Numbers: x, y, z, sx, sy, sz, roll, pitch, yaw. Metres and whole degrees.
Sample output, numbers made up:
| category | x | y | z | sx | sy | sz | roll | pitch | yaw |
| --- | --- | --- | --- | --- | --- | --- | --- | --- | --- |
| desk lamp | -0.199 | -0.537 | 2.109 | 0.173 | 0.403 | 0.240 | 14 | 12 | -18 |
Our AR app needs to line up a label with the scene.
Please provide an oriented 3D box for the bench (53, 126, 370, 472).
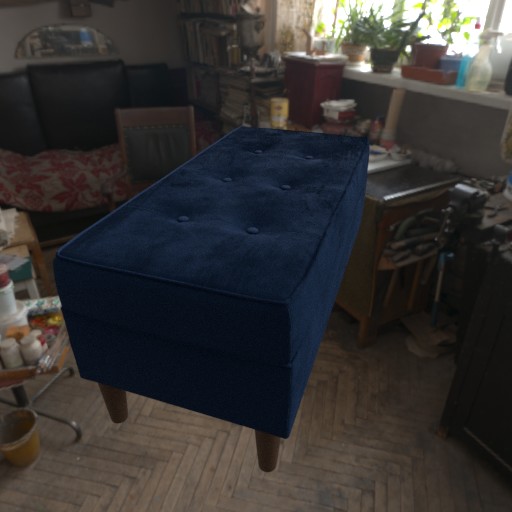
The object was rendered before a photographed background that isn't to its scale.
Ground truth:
| category | x | y | z | sx | sy | sz | roll | pitch | yaw |
| --- | --- | --- | --- | --- | --- | --- | --- | --- | --- |
| bench | 0.000 | 0.000 | 1.268 | 0.489 | 0.467 | 1.010 | 10 | 32 | 17 |
